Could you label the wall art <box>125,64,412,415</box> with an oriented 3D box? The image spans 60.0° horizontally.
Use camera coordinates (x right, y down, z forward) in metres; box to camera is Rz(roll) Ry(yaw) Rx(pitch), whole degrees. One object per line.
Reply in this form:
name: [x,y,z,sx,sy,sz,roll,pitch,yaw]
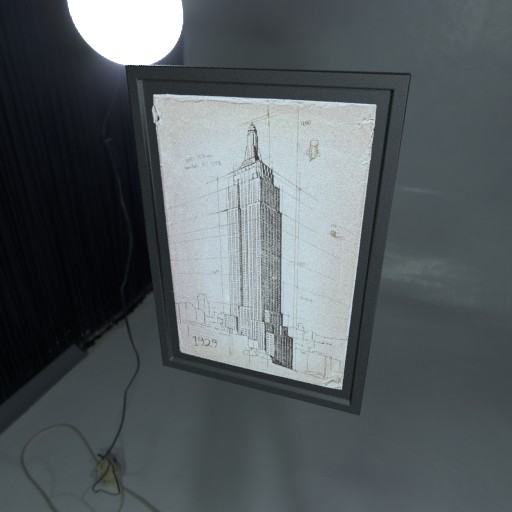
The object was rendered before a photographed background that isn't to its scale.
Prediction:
wall art: [0.000,0.000,0.552,0.303,0.431,0.013,9,29,17]
